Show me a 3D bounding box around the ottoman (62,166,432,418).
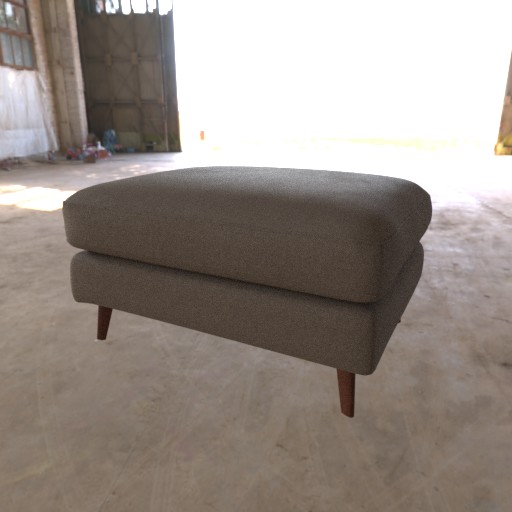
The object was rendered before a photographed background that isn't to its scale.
[{"bbox_3d":[0.000,0.000,1.188,0.811,0.449,0.608,9,20,27],"label":"ottoman"}]
